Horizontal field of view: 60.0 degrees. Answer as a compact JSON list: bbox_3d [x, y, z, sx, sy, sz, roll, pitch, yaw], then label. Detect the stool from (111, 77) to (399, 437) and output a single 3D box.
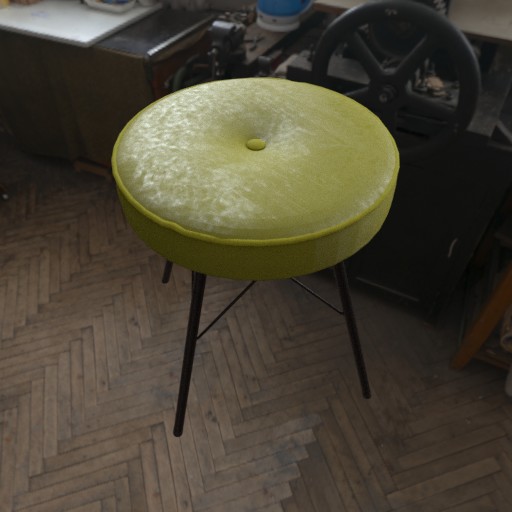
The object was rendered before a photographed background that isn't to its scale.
[{"bbox_3d":[0.000,0.000,0.814,0.409,0.508,0.409,-8,48,-8],"label":"stool"}]
